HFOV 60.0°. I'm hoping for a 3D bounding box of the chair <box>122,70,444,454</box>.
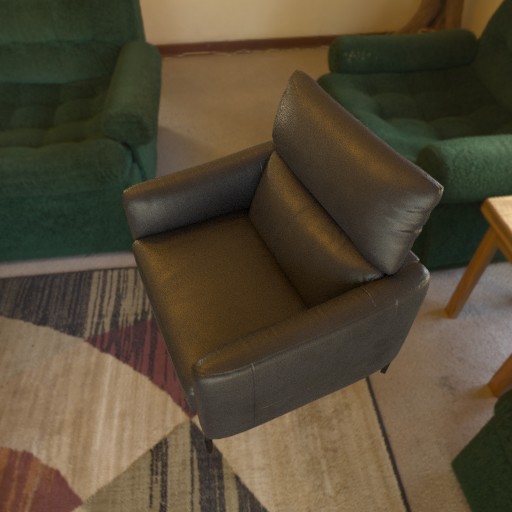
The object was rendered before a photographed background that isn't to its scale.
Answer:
[{"bbox_3d":[0.000,0.000,1.630,0.809,0.949,0.976,-18,49,-17],"label":"chair"}]
